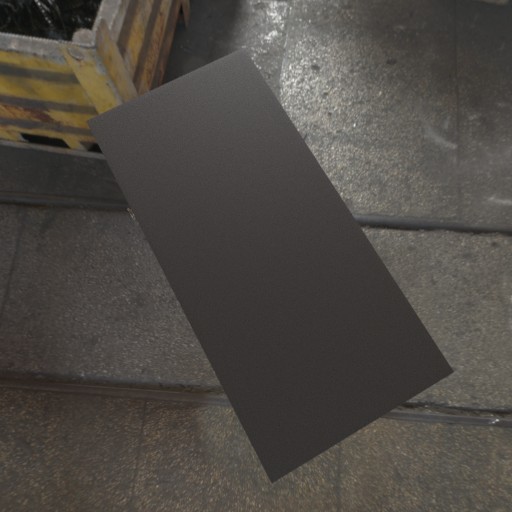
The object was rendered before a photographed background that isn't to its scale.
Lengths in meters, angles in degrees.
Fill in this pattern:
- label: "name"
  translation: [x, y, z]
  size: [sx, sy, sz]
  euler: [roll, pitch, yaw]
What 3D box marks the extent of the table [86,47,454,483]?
- label: "table"
  translation: [0.000, 0.000, 1.393]
  size: [0.550, 0.400, 1.100]
  euler: [-28, 77, -7]
